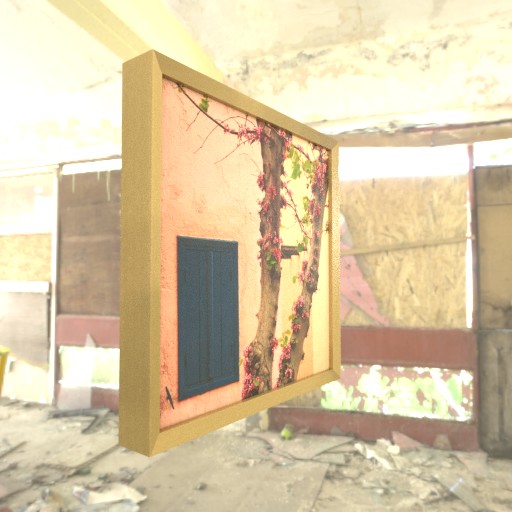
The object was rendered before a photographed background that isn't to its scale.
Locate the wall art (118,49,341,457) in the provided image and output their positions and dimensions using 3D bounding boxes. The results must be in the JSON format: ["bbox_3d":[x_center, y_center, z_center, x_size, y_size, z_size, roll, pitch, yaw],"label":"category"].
[{"bbox_3d":[0.000,0.000,0.462,0.038,0.305,0.304,-2,-2,38],"label":"wall art"}]
